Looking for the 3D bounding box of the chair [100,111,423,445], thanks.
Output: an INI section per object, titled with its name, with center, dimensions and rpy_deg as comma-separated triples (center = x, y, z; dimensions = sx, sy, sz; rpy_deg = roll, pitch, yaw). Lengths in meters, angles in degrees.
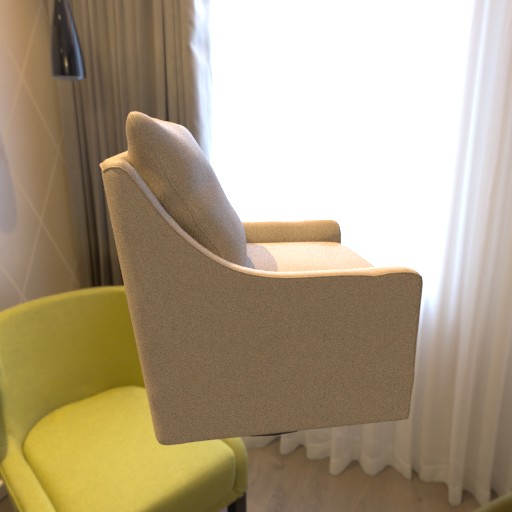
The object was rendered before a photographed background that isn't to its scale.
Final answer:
[chair]
center = 0.000, 0.000, 1.552
dimensions = 0.876, 0.942, 0.760
rpy_deg = -3, 16, -9
